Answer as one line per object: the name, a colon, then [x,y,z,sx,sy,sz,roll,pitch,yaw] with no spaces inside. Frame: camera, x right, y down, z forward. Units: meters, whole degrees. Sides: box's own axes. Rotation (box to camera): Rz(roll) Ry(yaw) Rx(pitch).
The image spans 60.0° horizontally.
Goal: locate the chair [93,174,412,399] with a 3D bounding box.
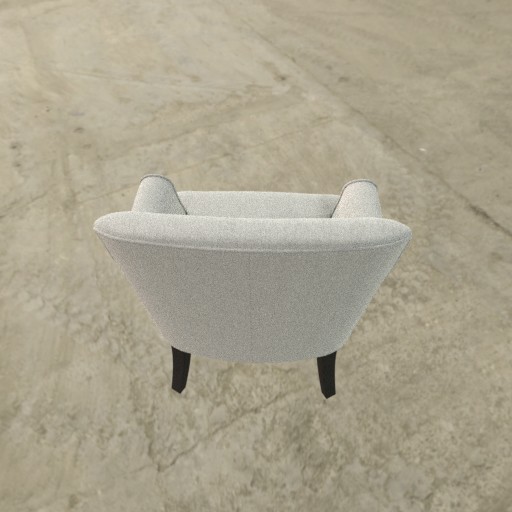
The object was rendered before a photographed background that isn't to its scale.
chair: [0.000,0.000,1.461,0.781,0.875,0.750,2,47,1]
